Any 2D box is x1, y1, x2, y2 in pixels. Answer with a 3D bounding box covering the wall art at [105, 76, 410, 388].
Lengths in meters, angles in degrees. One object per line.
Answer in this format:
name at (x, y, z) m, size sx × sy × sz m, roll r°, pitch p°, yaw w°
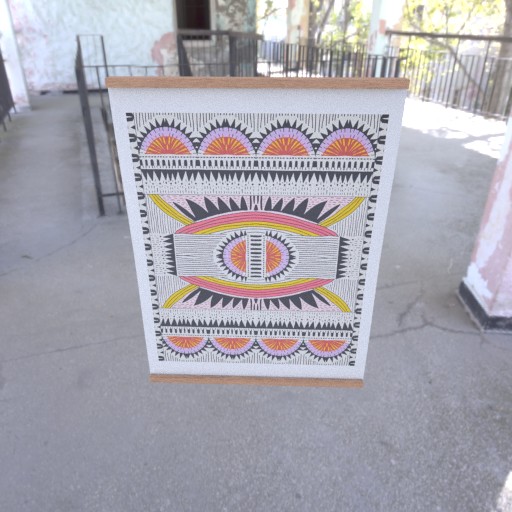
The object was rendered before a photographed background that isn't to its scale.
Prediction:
wall art at (0.000, 0.000, 0.813) m, size 0.456 × 0.609 × 0.028 m, roll 1°, pitch 28°, yaw 2°
